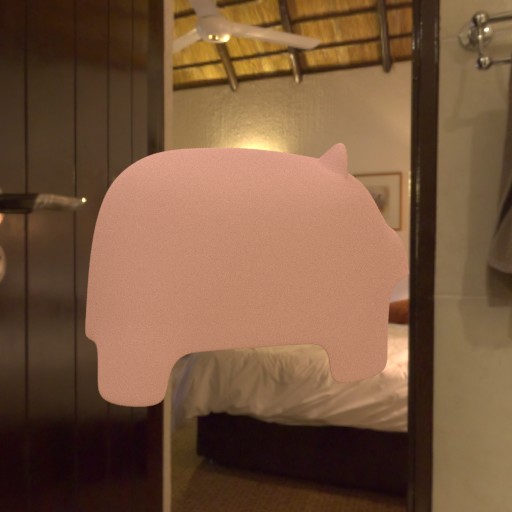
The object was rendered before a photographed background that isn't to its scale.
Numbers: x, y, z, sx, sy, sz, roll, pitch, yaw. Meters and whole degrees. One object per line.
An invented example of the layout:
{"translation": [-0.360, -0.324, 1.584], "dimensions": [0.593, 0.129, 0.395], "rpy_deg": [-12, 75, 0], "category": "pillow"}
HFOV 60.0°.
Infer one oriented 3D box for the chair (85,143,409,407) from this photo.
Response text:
{"translation": [0.000, 0.000, 0.859], "dimensions": [0.619, 0.423, 0.364], "rpy_deg": [0, 1, -18], "category": "chair"}
